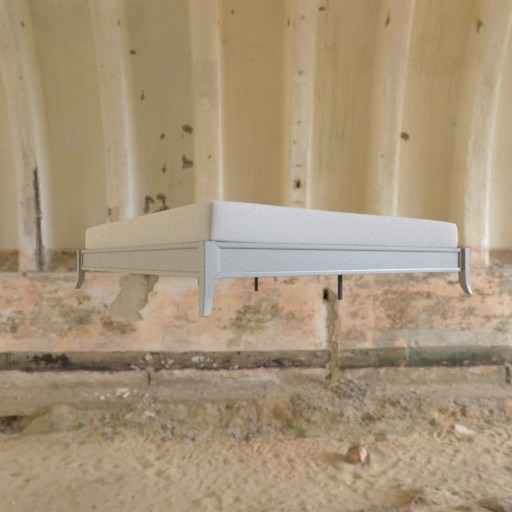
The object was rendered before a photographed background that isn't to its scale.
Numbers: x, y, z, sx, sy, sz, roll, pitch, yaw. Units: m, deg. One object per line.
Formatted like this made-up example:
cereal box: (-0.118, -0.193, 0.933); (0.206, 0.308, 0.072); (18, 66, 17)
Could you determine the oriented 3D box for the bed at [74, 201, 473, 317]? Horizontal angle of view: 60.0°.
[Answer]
bed: (0.000, 0.000, 3.201); (2.007, 0.510, 2.108); (0, -1, -35)
